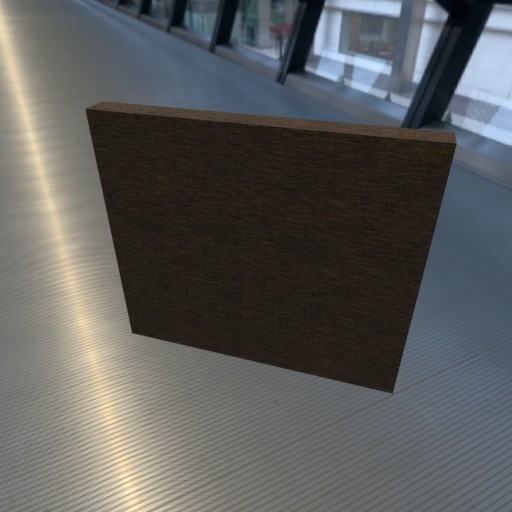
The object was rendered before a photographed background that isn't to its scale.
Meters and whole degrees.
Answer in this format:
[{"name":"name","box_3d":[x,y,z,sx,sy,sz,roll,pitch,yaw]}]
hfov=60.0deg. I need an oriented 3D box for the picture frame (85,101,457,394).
[{"name":"picture frame","box_3d":[0.000,0.000,0.539,0.378,0.330,0.033,10,35,14]}]
